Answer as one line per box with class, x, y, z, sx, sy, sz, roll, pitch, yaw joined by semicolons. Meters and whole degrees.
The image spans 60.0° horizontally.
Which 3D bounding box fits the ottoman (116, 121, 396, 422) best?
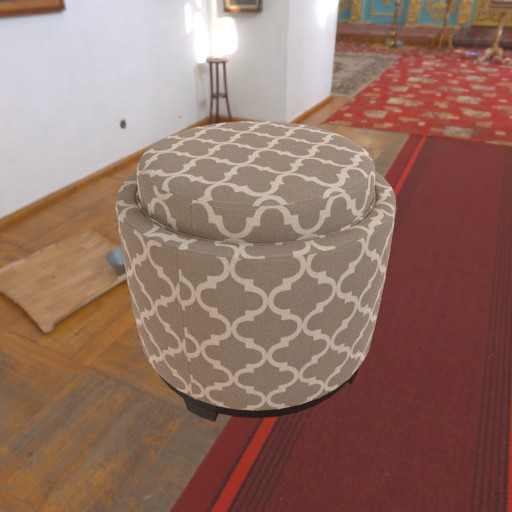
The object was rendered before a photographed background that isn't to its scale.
ottoman;0.000;0.000;0.846;0.480;0.429;0.480;0;32;0
